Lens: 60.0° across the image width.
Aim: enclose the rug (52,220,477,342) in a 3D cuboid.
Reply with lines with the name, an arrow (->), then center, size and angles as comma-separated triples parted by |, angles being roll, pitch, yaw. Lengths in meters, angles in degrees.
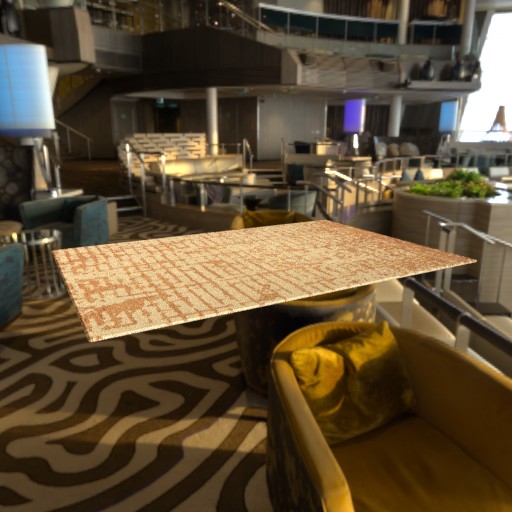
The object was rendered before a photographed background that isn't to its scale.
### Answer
rug -> 0.000, 0.000, 2.283 | 1.829, 0.011, 1.219 | -8, 17, -28
